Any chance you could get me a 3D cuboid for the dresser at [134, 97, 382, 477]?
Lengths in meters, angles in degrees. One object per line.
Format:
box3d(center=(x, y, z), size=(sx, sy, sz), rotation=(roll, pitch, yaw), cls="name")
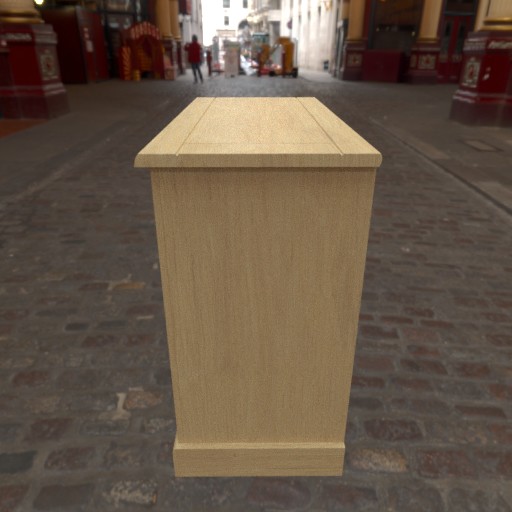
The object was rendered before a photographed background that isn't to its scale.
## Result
box3d(center=(0.000, 0.000, 1.370), size=(0.440, 0.835, 0.915), rotation=(0, 25, 0), cls="dresser")
